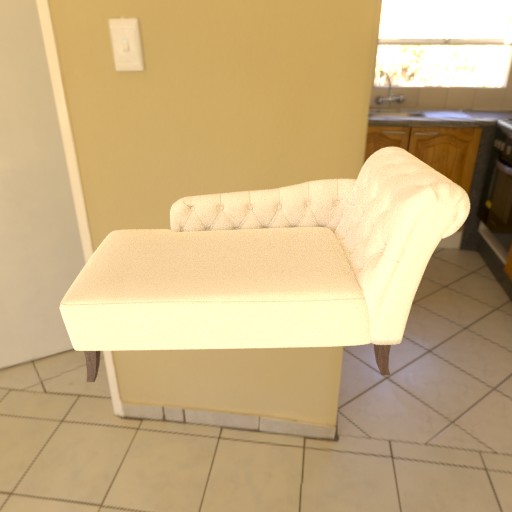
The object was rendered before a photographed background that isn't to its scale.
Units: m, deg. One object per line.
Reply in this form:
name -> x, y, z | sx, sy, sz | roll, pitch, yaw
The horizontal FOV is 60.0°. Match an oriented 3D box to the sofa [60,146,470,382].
sofa -> 0.000, 0.000, 1.823 | 1.379, 0.787, 0.675 | -1, 26, -1
